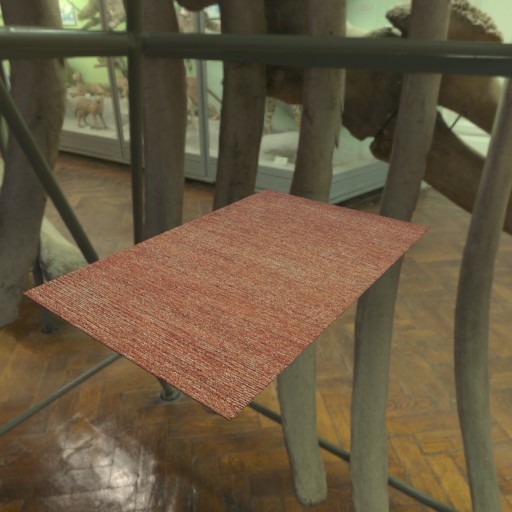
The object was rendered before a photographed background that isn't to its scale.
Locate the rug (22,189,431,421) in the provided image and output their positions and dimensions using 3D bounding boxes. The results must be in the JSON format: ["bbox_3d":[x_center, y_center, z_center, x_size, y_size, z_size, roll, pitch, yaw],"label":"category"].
[{"bbox_3d":[0.000,0.000,2.172,1.139,0.011,1.747,19,32,33],"label":"rug"}]
